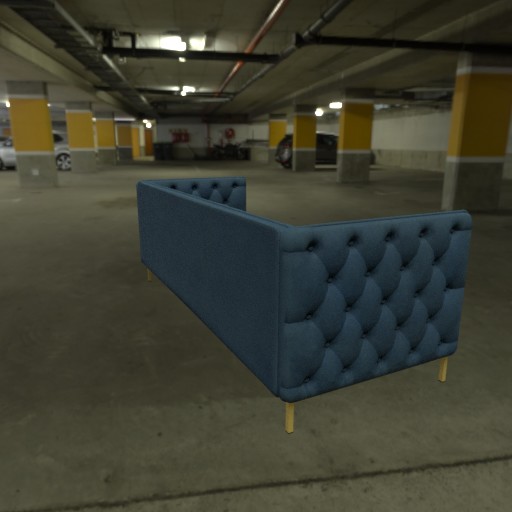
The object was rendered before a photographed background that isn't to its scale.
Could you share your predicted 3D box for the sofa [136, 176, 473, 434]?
[{"bbox_3d":[0.000,0.000,2.607,0.895,0.771,2.209,-7,16,-26],"label":"sofa"}]
